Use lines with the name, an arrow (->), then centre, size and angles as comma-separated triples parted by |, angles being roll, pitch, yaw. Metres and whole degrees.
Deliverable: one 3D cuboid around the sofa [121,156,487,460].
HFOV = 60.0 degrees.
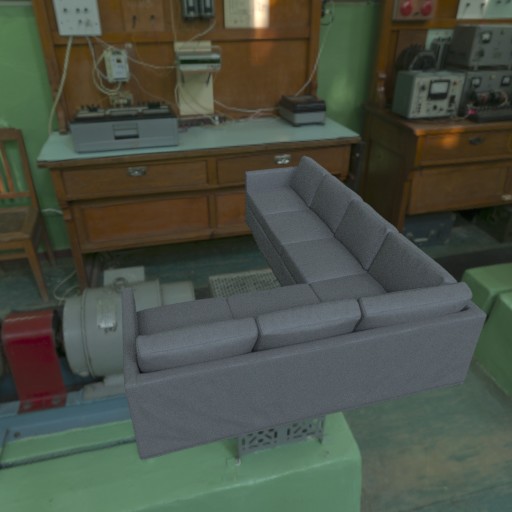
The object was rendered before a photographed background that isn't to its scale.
sofa -> 0.000, 0.000, 4.182 | 2.432, 0.871, 3.182 | -8, 32, -13
